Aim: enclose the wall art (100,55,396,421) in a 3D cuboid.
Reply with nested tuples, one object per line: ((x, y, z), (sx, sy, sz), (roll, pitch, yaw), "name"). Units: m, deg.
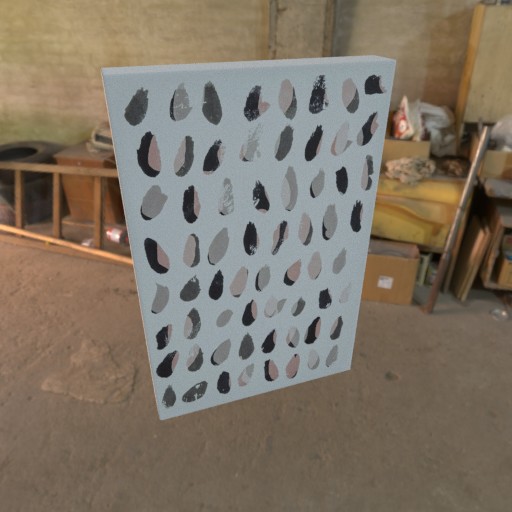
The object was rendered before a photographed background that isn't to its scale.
((0.000, 0.000, 0.475), (0.252, 0.381, 0.039), (-10, 32, -16), "wall art")
